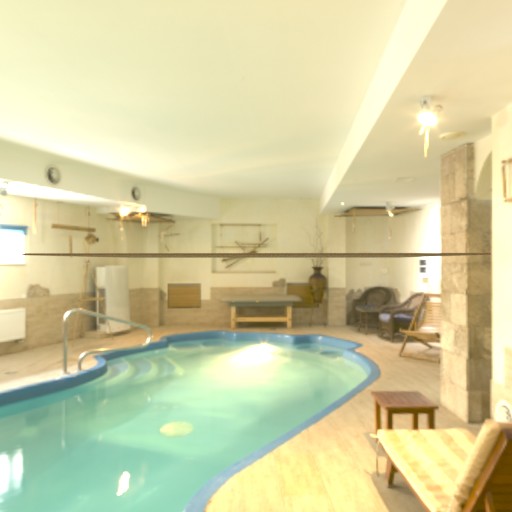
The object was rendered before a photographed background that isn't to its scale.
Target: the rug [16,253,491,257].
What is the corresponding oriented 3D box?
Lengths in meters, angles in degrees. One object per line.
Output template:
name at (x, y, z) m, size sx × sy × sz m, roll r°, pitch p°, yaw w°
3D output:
rug at (0.000, 0.000, 2.873) m, size 2.235 × 0.008 × 1.600 m, roll 0°, pitch -1°, yaw 3°
